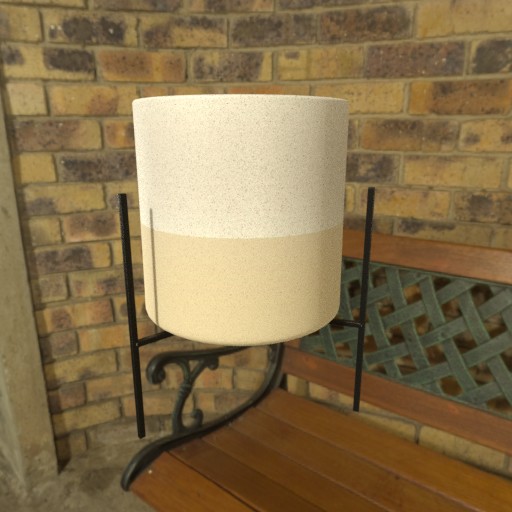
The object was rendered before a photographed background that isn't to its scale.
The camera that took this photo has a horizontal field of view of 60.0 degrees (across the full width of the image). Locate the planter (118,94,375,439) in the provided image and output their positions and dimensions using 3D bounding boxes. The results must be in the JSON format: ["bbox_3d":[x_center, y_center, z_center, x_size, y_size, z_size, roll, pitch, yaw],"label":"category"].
[{"bbox_3d":[0.000,0.000,0.552,0.267,0.362,0.263,2,16,7],"label":"planter"}]
